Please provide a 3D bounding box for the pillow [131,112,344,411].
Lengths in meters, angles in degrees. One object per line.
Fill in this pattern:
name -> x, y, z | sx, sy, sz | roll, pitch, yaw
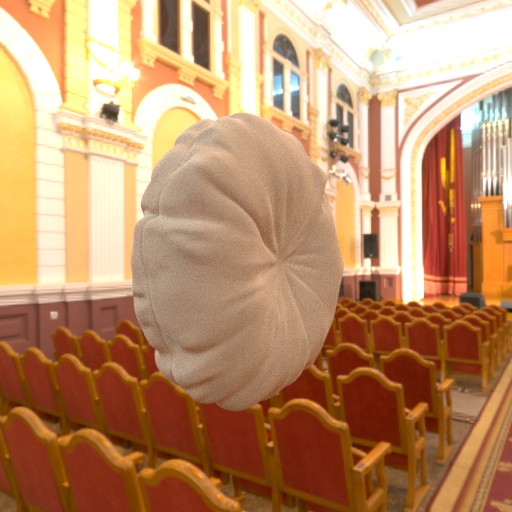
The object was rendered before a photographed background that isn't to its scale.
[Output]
pillow -> 0.000, 0.000, 0.658 | 0.148, 0.407, 0.428 | 0, 0, 35
